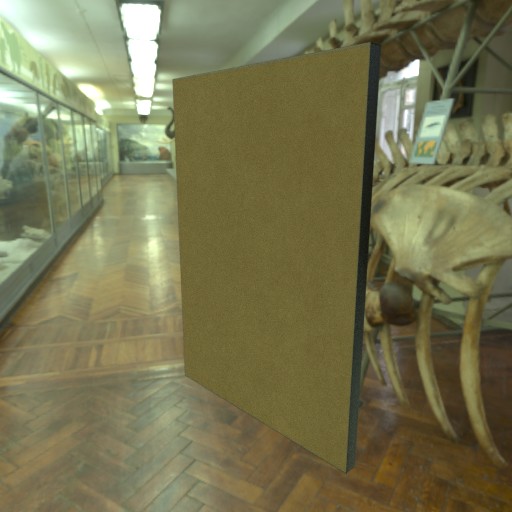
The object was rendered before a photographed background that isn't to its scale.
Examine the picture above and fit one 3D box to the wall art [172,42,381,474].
[{"bbox_3d":[0.000,0.000,0.568,0.019,0.455,0.314,-13,19,-43],"label":"wall art"}]
